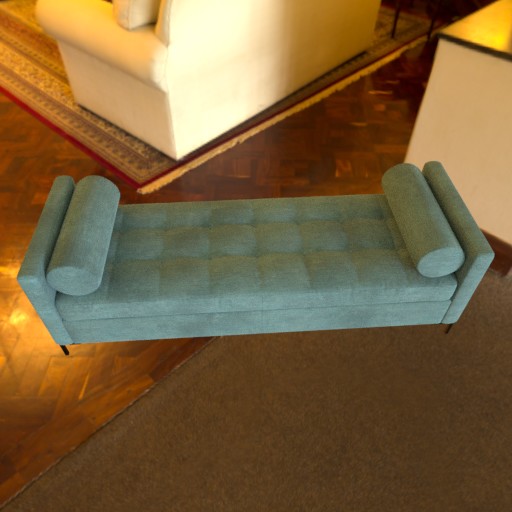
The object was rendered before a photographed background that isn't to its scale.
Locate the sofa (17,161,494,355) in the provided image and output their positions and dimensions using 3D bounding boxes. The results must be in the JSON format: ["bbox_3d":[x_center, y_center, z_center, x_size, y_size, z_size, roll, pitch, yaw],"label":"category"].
[{"bbox_3d":[0.000,0.000,2.265,1.981,0.635,0.686,-3,47,-3],"label":"sofa"}]
